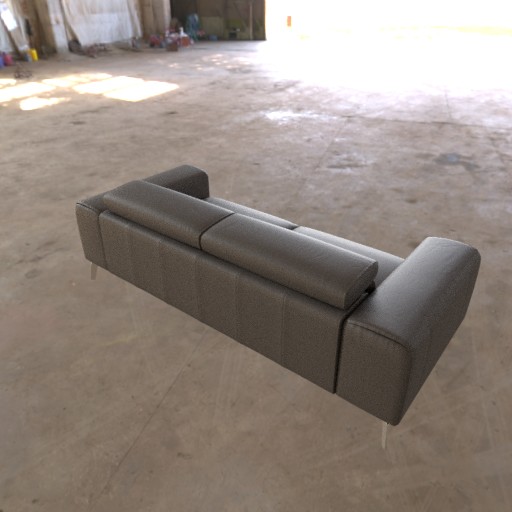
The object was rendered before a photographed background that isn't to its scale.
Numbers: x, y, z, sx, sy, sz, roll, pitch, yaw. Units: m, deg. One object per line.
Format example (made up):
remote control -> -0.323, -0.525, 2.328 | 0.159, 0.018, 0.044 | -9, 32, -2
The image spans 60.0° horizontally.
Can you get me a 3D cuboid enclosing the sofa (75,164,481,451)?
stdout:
sofa -> 0.000, 0.000, 2.746 | 2.321, 0.759, 1.023 | 22, 36, 32
